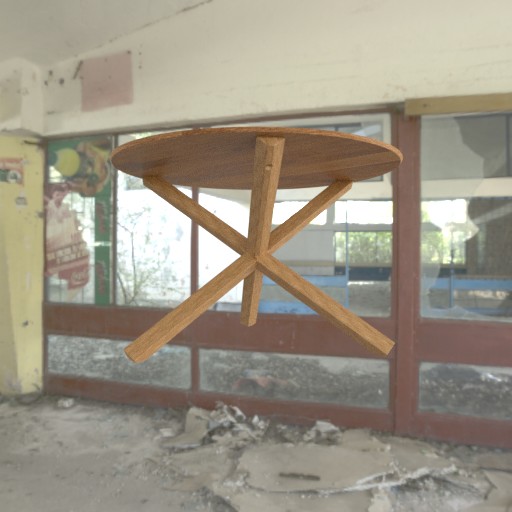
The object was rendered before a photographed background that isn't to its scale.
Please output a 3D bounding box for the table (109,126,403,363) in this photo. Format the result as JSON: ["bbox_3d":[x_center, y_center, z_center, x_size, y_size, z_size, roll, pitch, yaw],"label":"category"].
[{"bbox_3d":[0.000,0.000,1.651,1.038,0.666,1.038,0,0,0],"label":"table"}]
